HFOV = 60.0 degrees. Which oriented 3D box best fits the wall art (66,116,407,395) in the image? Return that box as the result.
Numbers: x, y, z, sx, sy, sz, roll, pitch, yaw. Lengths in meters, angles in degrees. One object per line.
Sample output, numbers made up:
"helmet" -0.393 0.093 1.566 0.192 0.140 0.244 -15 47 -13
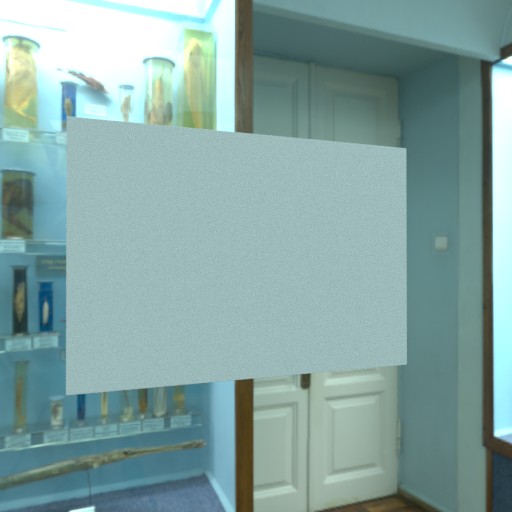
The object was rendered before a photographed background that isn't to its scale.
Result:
"wall art" 0.000 0.000 1.663 1.308 0.902 0.051 0 0 -19
